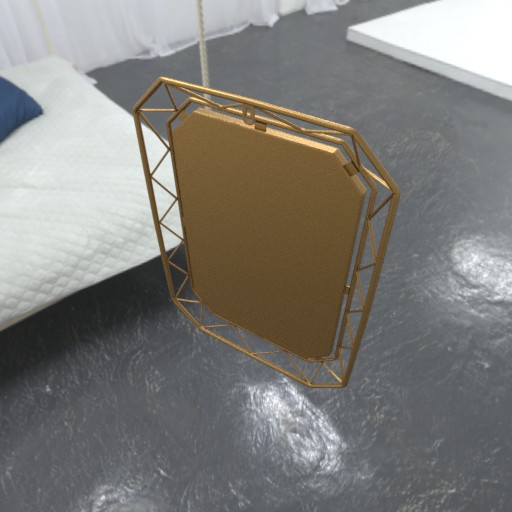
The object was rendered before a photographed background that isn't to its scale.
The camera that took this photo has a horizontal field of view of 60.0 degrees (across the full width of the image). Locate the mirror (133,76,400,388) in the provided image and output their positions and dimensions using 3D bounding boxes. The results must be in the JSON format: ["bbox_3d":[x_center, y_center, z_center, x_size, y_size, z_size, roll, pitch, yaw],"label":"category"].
[{"bbox_3d":[0.000,0.000,0.748,0.417,0.566,0.042,23,49,22],"label":"mirror"}]
